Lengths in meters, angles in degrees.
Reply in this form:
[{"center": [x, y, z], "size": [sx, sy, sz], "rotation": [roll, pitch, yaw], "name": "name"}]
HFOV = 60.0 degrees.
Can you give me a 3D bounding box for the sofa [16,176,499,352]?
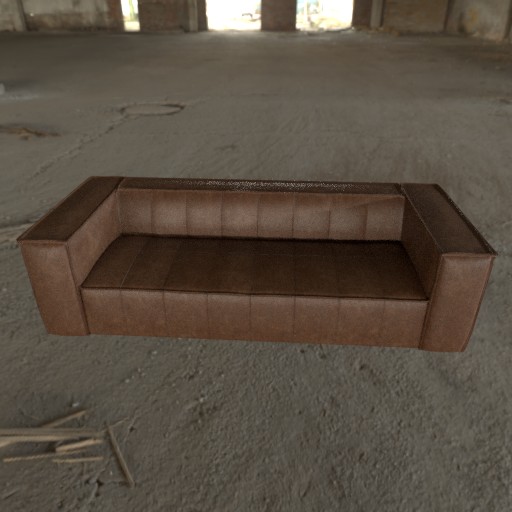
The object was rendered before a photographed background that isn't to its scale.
[{"center": [0.000, 0.000, 2.930], "size": [2.581, 0.701, 1.102], "rotation": [2, 30, 3], "name": "sofa"}]
